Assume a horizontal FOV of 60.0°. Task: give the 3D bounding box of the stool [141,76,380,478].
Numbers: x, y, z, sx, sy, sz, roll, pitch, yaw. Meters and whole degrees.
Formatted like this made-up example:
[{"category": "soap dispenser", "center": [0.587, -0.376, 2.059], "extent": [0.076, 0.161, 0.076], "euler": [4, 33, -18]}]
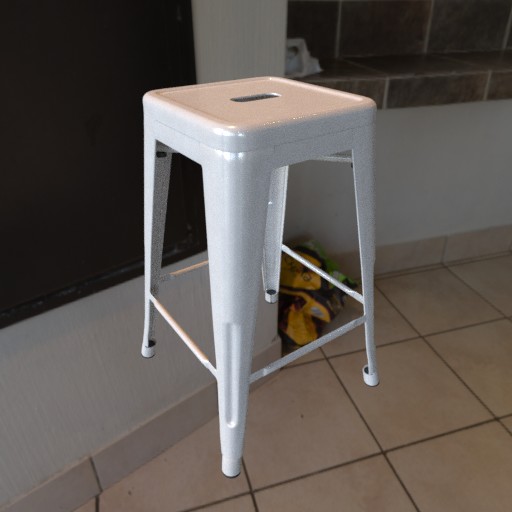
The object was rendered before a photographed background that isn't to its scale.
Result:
[{"category": "stool", "center": [0.000, 0.000, 0.877], "extent": [0.406, 0.610, 0.406], "euler": [-20, 37, -30]}]
